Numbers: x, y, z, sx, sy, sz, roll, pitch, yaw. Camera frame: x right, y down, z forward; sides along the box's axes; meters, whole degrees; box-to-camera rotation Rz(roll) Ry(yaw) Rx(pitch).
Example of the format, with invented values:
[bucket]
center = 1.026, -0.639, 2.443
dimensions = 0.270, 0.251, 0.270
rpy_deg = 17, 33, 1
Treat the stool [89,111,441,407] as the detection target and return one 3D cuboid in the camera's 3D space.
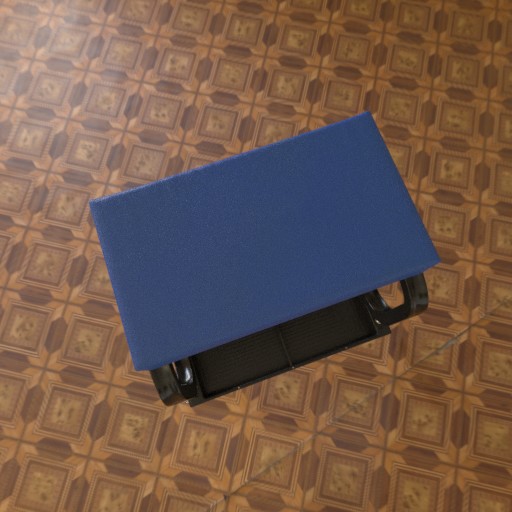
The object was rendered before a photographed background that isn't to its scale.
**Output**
[stool]
center = 0.000, 0.000, 0.705
dimensions = 0.446, 0.380, 0.371
rpy_deg = -19, 76, -5
